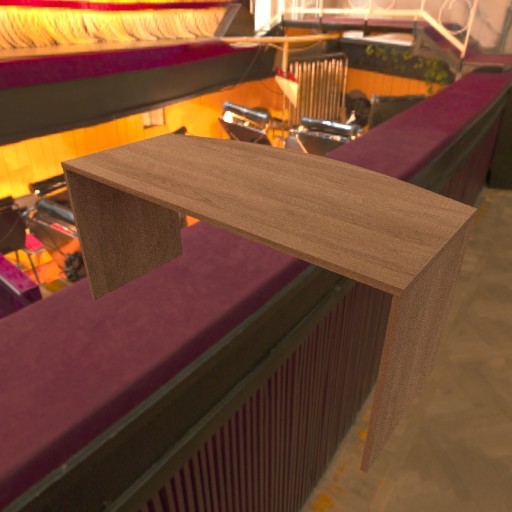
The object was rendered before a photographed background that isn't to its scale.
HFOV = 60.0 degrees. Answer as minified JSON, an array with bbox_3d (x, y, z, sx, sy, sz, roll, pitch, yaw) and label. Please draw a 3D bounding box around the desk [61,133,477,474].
[{"bbox_3d":[0.000,0.000,2.005,1.600,0.752,0.802,22,37,33],"label":"desk"}]
